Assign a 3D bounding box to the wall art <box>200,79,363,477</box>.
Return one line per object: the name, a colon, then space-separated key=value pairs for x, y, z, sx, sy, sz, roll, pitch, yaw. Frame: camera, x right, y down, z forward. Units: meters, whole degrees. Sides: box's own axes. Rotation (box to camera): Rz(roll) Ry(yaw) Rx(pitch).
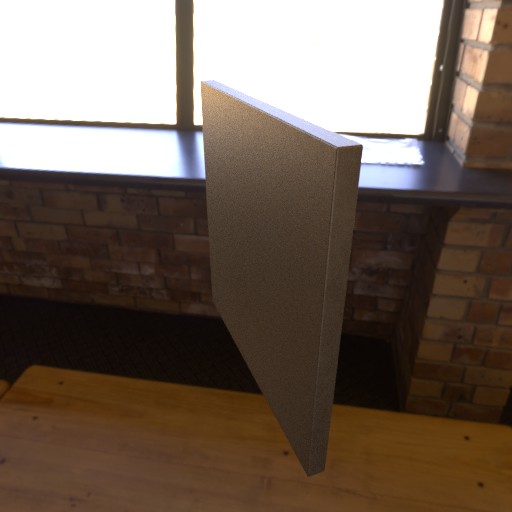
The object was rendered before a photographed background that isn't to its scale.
wall art: x=0.000 y=0.000 z=0.761 sx=0.030 sy=0.506 sz=0.503 roll=-11 pitch=31 yaw=-19
